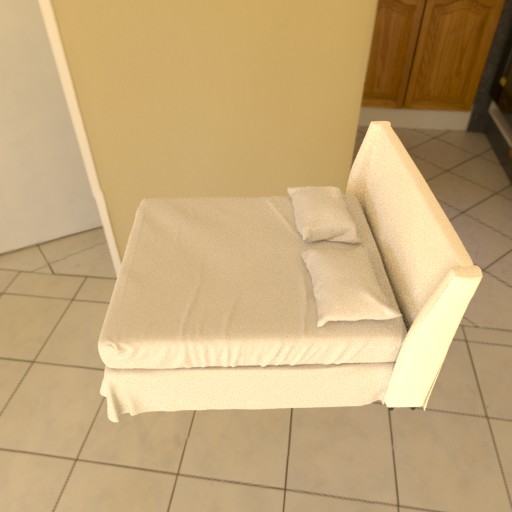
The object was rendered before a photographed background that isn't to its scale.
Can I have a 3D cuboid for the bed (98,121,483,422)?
[{"bbox_3d":[0.000,0.000,3.350,2.276,1.332,1.925,-1,40,-1],"label":"bed"}]
